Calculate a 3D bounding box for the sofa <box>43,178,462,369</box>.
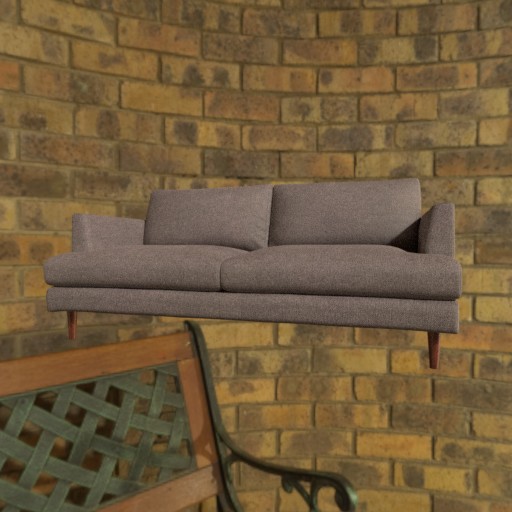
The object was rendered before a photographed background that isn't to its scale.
[{"bbox_3d":[0.000,0.000,2.413,1.948,0.868,1.020,0,1,19],"label":"sofa"}]
